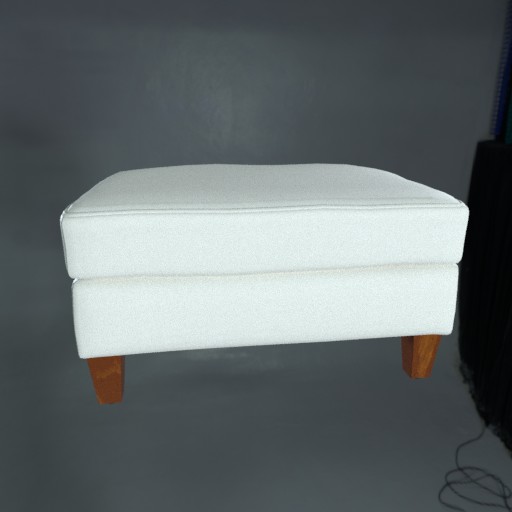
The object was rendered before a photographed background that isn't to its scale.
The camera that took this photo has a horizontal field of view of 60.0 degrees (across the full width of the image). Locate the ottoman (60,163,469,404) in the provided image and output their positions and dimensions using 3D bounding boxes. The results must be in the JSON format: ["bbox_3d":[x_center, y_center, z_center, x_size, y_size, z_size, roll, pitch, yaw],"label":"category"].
[{"bbox_3d":[0.000,0.000,1.187,0.818,0.479,0.634,-2,16,-8],"label":"ottoman"}]
